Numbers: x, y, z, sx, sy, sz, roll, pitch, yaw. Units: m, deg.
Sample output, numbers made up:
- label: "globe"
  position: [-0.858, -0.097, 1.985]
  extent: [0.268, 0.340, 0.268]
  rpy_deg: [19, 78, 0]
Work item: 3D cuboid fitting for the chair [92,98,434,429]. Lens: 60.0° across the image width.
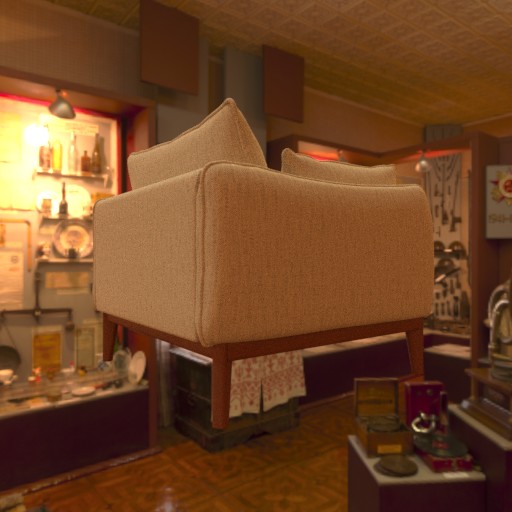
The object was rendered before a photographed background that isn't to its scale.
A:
- label: "chair"
  position: [0.000, 0.000, 1.720]
  extent: [0.991, 0.855, 0.994]
  rpy_deg: [0, 0, -36]
